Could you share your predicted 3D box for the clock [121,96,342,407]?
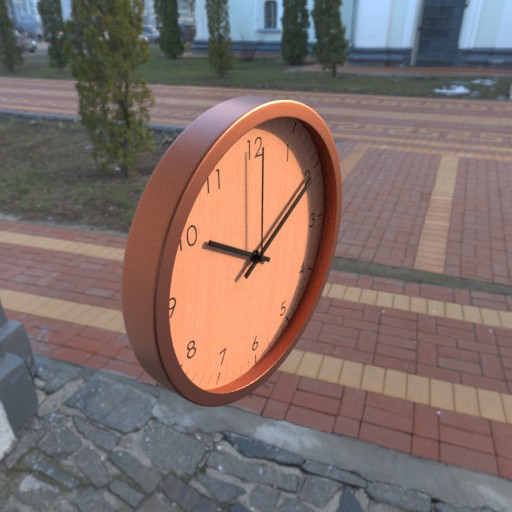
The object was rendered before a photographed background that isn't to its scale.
[{"bbox_3d":[0.000,0.000,0.464,0.040,0.313,0.313,19,33,32],"label":"clock"}]
